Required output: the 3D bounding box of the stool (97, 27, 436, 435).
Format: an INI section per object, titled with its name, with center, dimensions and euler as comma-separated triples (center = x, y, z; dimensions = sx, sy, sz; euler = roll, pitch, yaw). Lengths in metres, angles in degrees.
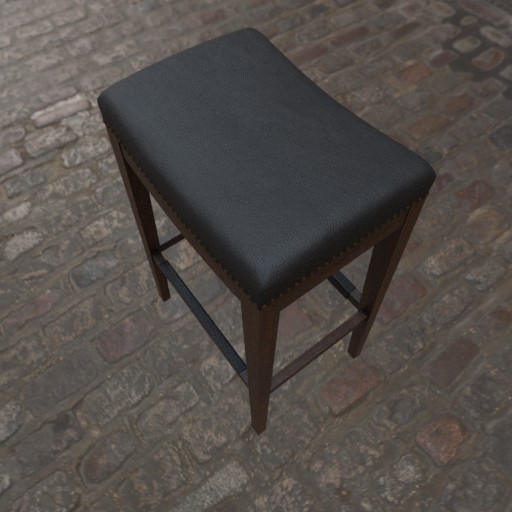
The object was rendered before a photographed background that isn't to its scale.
[stool]
center = 0.000, 0.000, 0.978
dimensions = 0.361, 0.765, 0.500
euler = -33, 64, -18
